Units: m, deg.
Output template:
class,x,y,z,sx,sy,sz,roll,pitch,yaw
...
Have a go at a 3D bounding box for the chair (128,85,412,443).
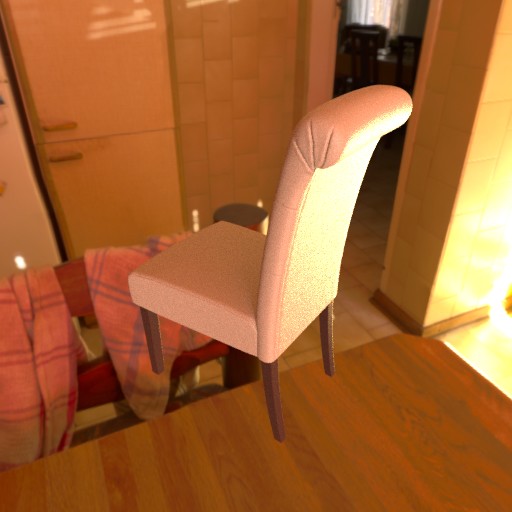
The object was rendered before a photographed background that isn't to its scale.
class,x,y,z,sx,sy,sz,roll,pitch,yaw
chair,0.000,0.000,1.340,0.671,1.006,0.456,20,36,30
